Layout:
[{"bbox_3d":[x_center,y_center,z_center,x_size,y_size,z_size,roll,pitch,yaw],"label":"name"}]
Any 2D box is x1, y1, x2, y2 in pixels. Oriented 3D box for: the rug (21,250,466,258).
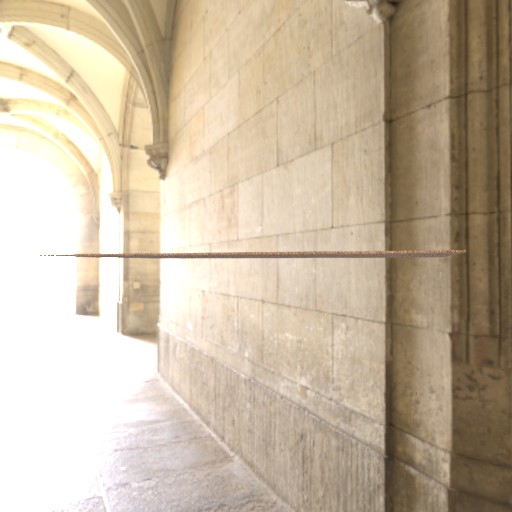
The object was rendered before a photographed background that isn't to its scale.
[{"bbox_3d":[0.000,0.000,2.297,1.840,0.013,1.225,0,-1,19],"label":"rug"}]
